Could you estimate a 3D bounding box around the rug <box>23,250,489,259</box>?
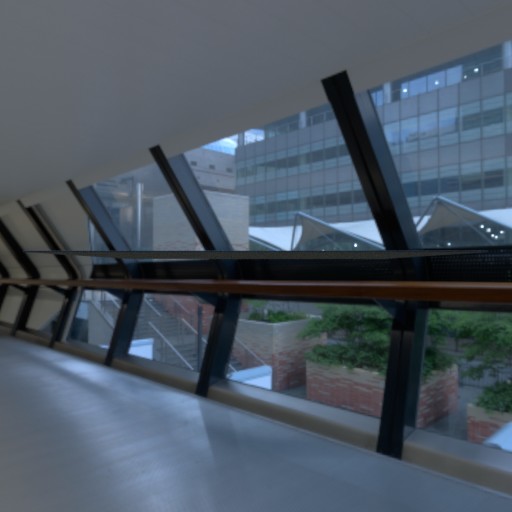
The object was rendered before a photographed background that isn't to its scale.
[{"bbox_3d":[0.000,0.000,4.102,3.048,0.010,2.438,0,-1,0],"label":"rug"}]
